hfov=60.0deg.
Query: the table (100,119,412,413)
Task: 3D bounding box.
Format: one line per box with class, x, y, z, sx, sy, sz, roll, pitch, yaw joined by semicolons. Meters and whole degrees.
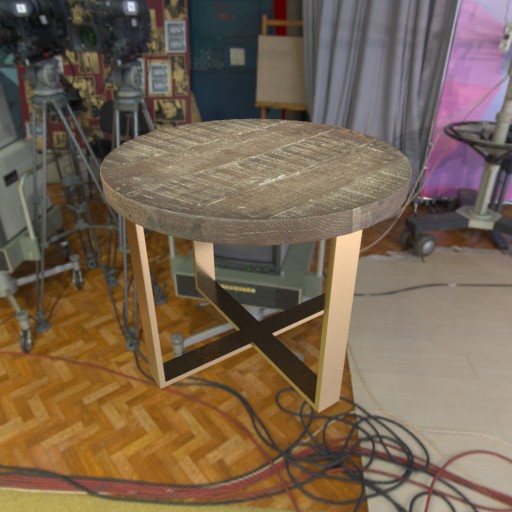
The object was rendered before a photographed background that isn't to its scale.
table;0.000;0.000;0.938;0.557;0.437;0.557;0;31;0
